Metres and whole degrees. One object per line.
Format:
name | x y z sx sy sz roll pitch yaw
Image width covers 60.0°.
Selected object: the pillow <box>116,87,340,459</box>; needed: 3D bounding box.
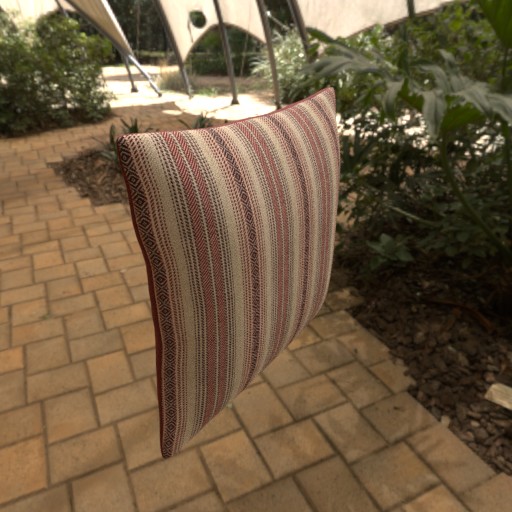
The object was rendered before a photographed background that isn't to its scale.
pillow | 0.000 0.000 0.763 0.166 0.497 0.513 18 33 31
